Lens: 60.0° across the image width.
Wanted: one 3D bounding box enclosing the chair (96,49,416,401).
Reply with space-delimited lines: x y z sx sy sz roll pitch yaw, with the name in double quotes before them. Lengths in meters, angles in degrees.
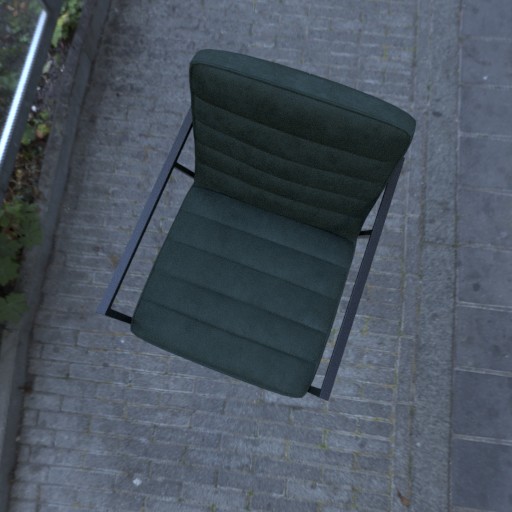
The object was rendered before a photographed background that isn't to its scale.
"chair" 0.000 0.000 1.277 0.571 0.833 0.677 20 77 5
